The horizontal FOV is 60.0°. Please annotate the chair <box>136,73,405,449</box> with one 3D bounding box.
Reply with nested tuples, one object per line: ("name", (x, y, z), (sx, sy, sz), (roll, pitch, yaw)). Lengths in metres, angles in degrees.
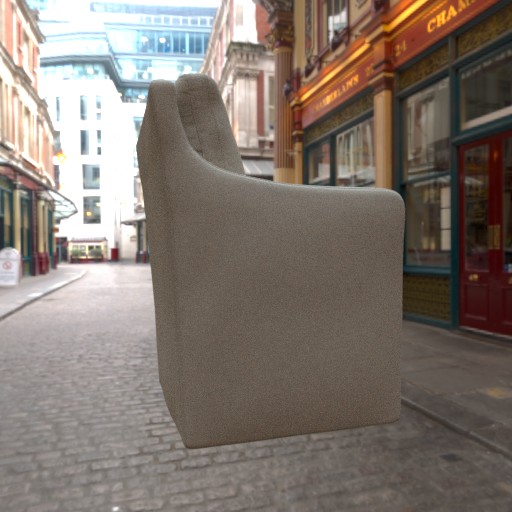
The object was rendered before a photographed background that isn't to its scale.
("chair", (0.000, 0.000, 1.380), (0.694, 0.914, 0.626), (0, 0, -18))
